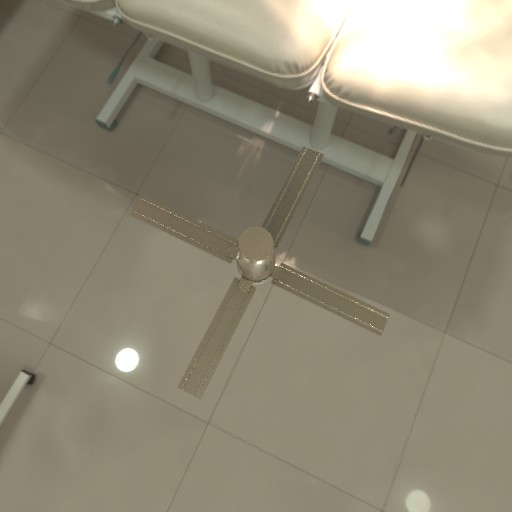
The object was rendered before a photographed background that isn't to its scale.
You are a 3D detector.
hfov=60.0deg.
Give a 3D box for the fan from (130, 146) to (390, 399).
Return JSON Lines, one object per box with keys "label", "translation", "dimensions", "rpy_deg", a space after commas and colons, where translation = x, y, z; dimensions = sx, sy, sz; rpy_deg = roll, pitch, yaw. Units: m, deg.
{"label": "fan", "translation": [0.000, 0.000, 2.017], "dimensions": [1.346, 0.406, 1.346], "rpy_deg": [24, 76, 6]}
